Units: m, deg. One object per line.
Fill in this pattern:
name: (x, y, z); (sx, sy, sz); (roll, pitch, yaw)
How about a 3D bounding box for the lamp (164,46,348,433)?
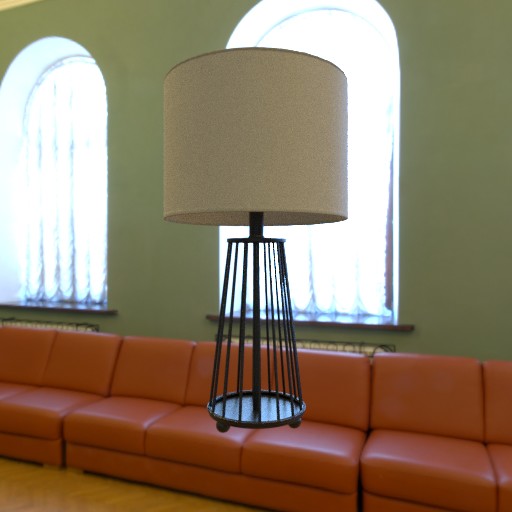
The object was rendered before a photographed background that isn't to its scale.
lamp: (0.000, 0.000, 0.788); (0.322, 0.593, 0.322); (0, 0, 19)
